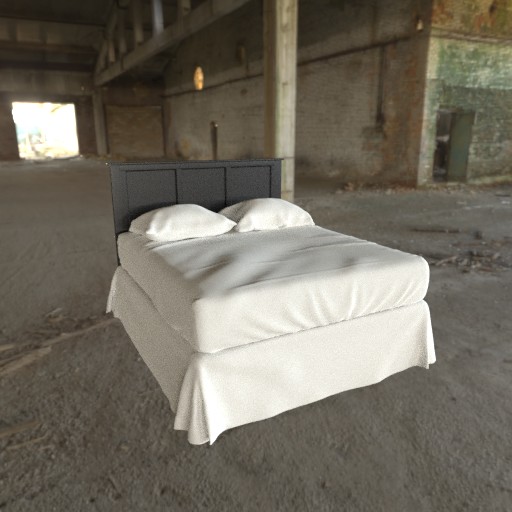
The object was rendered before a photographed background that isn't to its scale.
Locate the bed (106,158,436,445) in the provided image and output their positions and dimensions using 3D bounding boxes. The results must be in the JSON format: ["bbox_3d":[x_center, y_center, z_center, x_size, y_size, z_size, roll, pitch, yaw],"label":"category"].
[{"bbox_3d":[0.000,0.000,3.236,1.870,1.270,2.050,-8,17,-27],"label":"bed"}]
